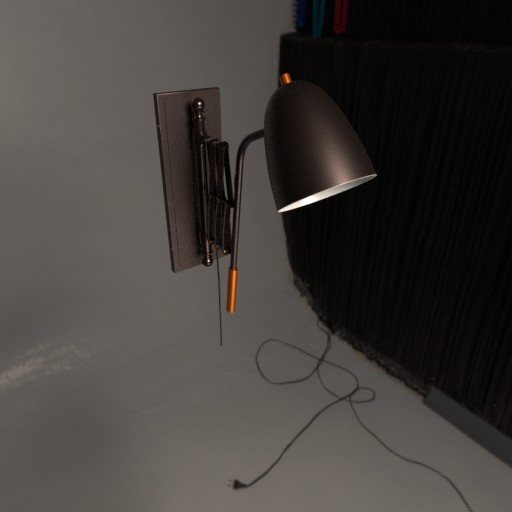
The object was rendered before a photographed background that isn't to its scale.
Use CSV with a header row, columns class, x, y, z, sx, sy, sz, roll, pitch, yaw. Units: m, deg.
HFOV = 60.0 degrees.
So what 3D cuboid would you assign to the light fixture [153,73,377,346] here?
class,x,y,z,sx,sy,sz,roll,pitch,yaw
light fixture,0.000,0.000,0.915,0.162,0.715,0.499,-20,34,-32
